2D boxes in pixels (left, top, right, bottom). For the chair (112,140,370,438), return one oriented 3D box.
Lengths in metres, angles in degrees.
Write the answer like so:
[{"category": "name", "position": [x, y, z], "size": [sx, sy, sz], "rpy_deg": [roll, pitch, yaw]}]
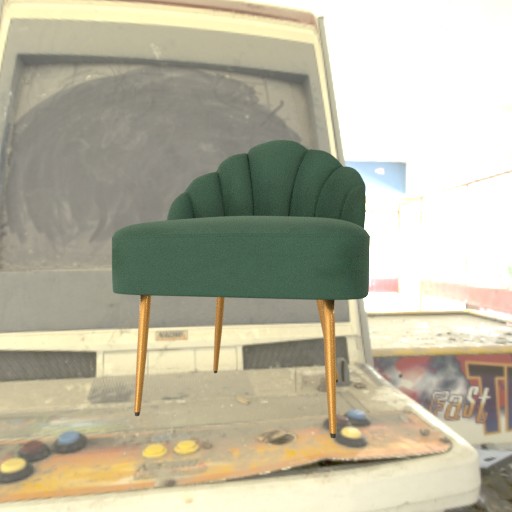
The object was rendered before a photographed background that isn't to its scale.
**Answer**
[{"category": "chair", "position": [0.000, 0.000, 1.294], "size": [0.657, 0.819, 0.599], "rpy_deg": [0, 0, 16]}]
